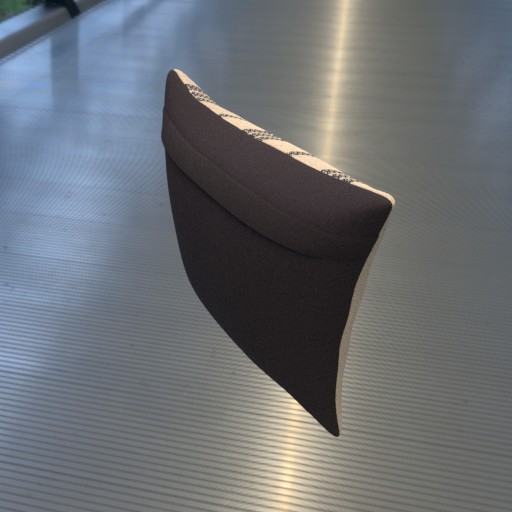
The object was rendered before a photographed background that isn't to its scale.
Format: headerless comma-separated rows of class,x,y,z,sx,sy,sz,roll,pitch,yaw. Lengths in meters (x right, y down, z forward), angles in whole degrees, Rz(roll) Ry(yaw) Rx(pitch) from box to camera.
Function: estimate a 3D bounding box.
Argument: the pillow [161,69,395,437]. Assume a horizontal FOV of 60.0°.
pillow,0.000,0.000,0.625,0.173,0.406,0.405,-25,47,-26
